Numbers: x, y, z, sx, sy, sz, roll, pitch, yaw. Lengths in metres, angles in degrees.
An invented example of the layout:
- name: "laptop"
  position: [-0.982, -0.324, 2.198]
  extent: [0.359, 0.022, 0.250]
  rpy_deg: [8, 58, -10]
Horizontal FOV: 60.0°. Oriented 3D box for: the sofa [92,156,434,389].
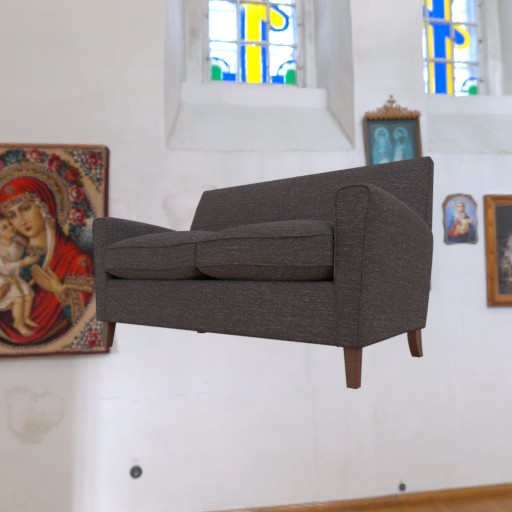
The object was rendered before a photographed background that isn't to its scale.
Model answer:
- name: "sofa"
  position: [0.000, 0.000, 2.132]
  extent: [1.509, 0.905, 0.867]
  rpy_deg: [-2, -3, 37]
